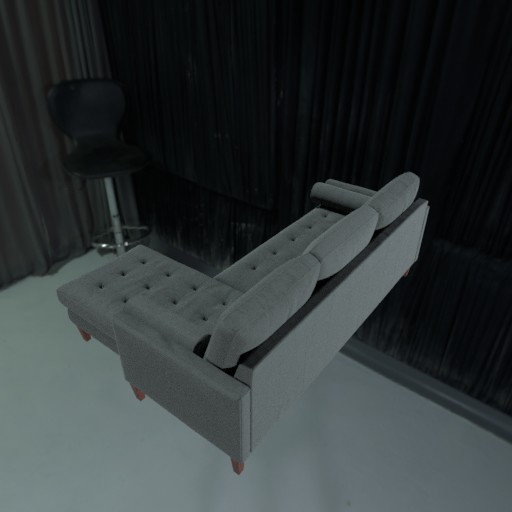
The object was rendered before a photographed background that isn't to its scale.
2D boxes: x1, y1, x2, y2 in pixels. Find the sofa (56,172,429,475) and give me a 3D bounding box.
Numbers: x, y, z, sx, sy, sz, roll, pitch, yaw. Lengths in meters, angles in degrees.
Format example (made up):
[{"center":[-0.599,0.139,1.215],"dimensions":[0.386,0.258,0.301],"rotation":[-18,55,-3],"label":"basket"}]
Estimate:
[{"center":[0.000,0.000,2.942],"dimensions":[1.506,0.876,2.178],"rotation":[23,39,31],"label":"sofa"}]
